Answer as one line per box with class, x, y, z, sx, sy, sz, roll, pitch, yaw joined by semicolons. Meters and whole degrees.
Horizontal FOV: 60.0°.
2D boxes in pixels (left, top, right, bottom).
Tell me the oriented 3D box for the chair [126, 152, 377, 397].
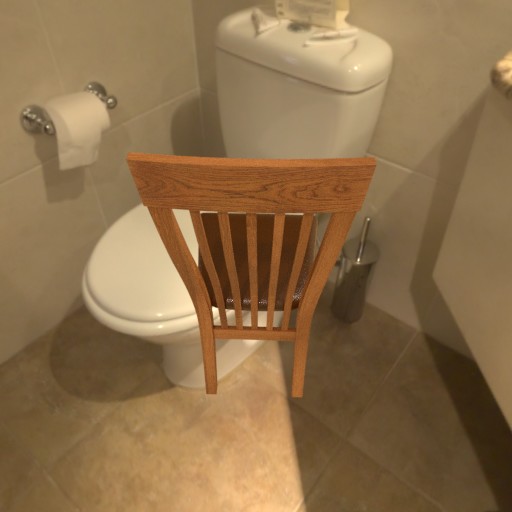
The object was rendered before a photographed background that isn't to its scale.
chair;0.000;0.000;1.361;0.450;1.050;0.580;1;46;1
